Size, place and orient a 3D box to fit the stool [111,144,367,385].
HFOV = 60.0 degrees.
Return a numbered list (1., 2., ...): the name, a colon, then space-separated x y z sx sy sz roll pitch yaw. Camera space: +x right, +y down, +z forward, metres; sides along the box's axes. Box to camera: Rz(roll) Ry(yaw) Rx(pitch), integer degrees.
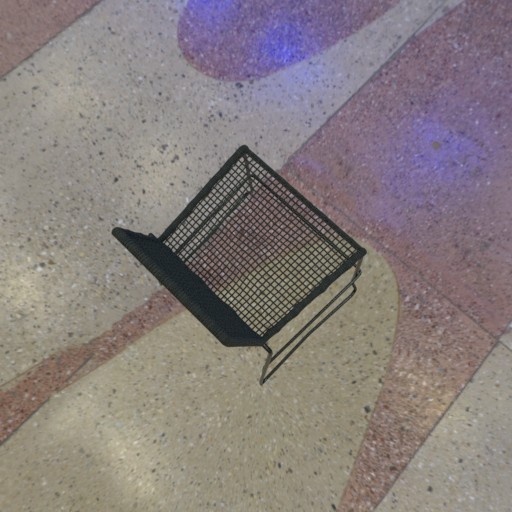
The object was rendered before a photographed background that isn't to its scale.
1. stool: 0.000 0.000 1.268 0.590 0.905 0.509 43 79 10
